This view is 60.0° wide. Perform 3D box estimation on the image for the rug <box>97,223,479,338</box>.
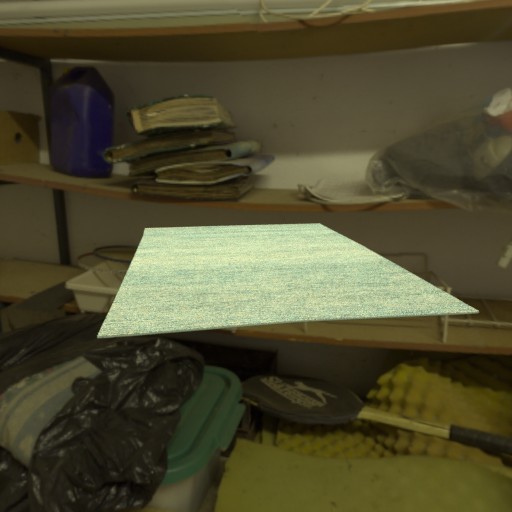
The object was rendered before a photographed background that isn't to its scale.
[{"bbox_3d":[0.000,0.000,5.093,2.802,0.052,4.078,-2,14,-9],"label":"rug"}]
